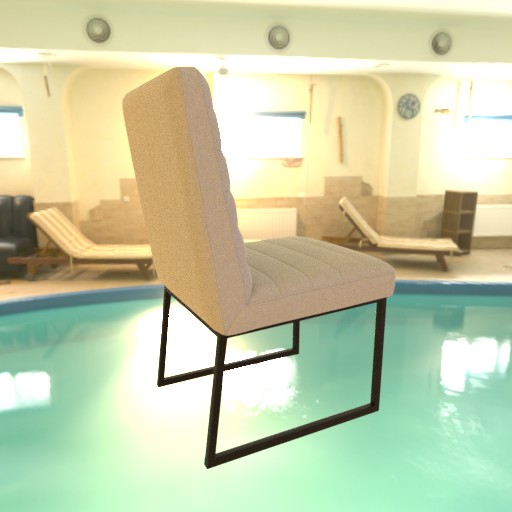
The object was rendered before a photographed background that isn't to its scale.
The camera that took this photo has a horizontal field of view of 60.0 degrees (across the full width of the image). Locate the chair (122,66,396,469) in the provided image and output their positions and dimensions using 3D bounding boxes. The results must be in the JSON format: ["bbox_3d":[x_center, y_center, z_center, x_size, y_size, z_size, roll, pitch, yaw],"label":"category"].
[{"bbox_3d":[0.000,0.000,1.301,0.634,0.930,0.520,-7,14,-27],"label":"chair"}]
